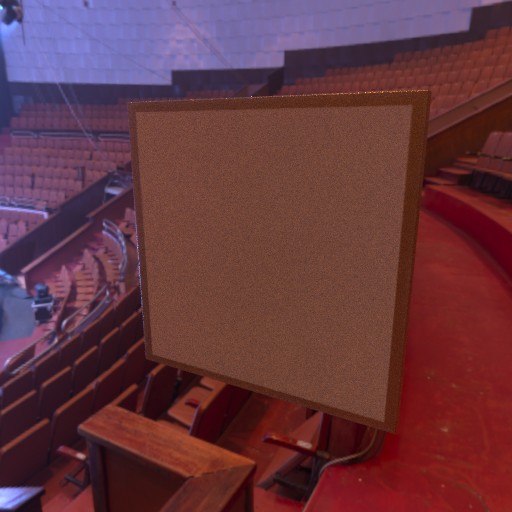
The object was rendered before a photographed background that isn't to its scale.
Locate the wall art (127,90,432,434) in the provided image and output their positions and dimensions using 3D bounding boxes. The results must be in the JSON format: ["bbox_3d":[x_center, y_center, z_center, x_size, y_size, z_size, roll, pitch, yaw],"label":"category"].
[{"bbox_3d":[0.000,0.000,1.128,0.762,0.760,0.037,8,18,27],"label":"wall art"}]
